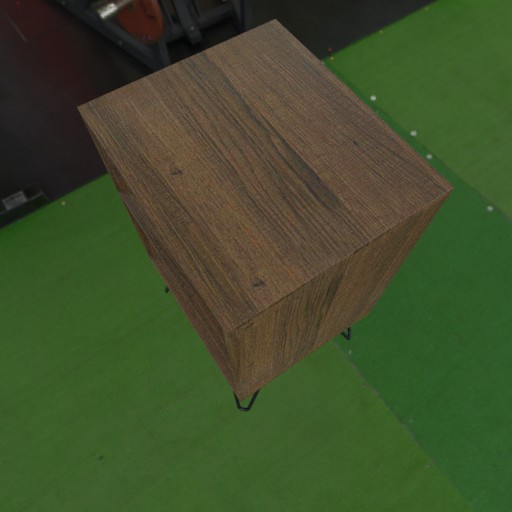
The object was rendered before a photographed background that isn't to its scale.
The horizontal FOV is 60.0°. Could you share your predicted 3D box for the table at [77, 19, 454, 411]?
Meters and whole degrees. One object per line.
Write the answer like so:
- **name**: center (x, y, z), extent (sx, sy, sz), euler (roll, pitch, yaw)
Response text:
- **table**: center (0.000, 0.000, 1.166), extent (0.457, 0.866, 0.526), euler (-31, 67, -15)
